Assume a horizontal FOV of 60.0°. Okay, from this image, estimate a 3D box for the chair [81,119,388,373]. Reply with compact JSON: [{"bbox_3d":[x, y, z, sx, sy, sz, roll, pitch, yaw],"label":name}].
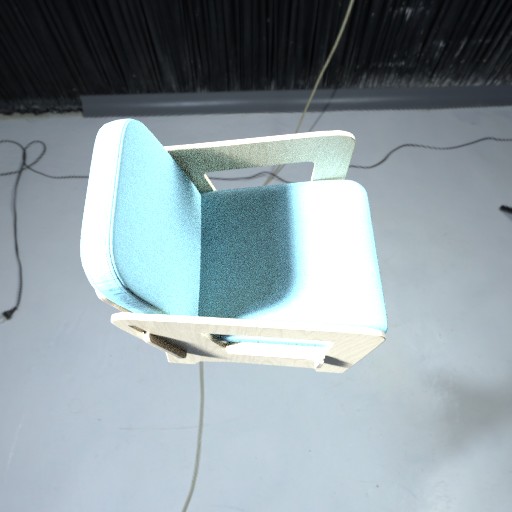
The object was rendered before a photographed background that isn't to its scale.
[{"bbox_3d":[0.000,0.000,1.286,0.710,0.800,0.590,-2,65,-1],"label":"chair"}]
